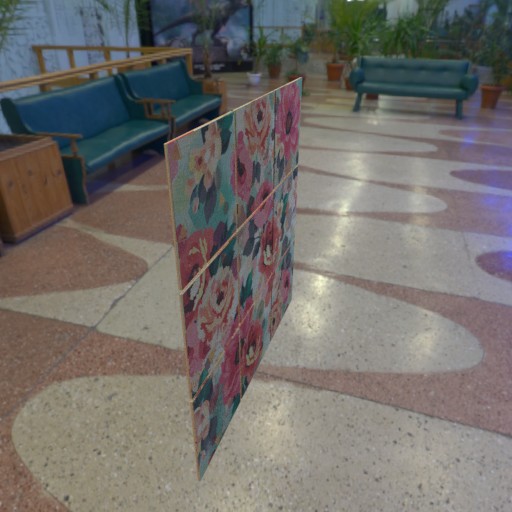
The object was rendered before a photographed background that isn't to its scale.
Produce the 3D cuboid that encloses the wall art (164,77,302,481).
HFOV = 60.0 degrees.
[{"bbox_3d":[0.000,0.000,2.250,0.013,1.519,1.521,10,30,17],"label":"wall art"}]
